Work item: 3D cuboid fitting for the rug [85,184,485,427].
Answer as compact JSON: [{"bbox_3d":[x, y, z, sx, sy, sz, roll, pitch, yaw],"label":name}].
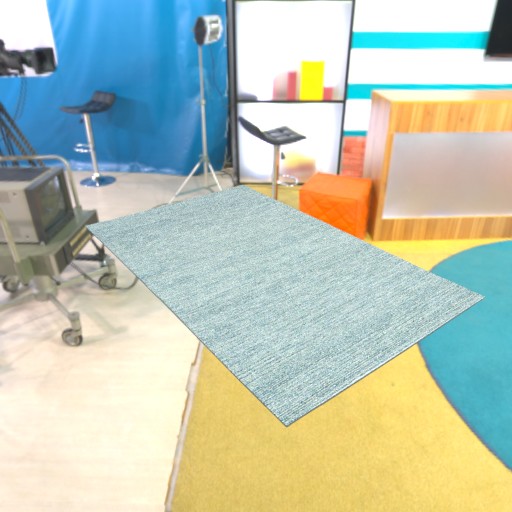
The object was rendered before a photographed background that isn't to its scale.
[{"bbox_3d":[0.000,0.000,2.314,1.174,0.022,1.853,-20,35,-32],"label":"rug"}]
